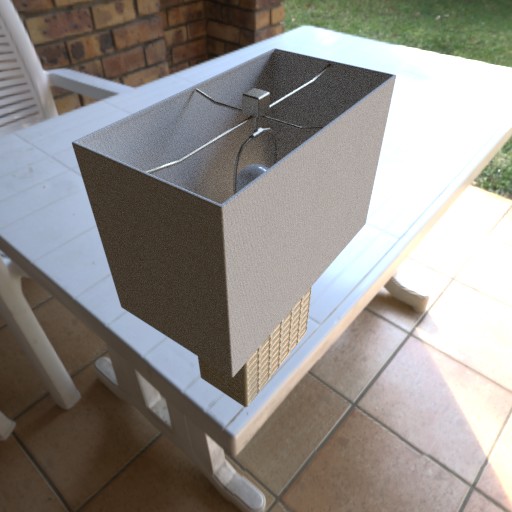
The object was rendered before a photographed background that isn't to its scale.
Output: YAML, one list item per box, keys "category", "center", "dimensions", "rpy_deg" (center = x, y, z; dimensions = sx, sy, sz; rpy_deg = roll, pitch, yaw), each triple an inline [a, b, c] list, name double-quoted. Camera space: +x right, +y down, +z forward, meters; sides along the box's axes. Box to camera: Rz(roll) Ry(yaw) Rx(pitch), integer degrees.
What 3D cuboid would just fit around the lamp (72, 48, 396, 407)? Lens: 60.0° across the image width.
- category: "lamp"
  center: [0.000, 0.000, 0.693]
  dimensions: [0.200, 0.515, 0.380]
  rpy_deg: [25, 48, 26]
